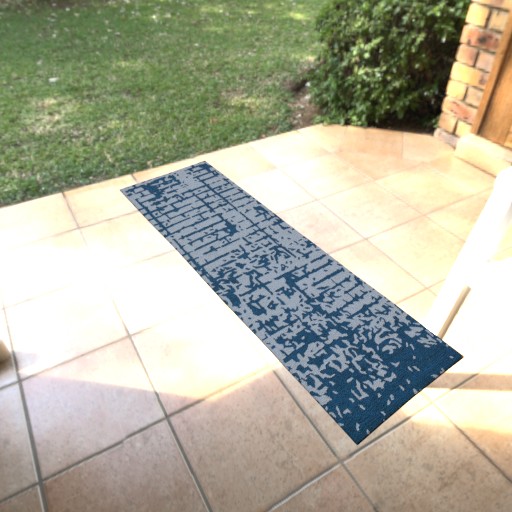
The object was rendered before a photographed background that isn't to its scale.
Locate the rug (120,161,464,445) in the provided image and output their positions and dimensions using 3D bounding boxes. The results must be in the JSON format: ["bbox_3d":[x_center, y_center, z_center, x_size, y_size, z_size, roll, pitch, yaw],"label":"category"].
[{"bbox_3d":[0.000,0.000,2.749,0.750,0.011,2.435,-26,47,-27],"label":"rug"}]
